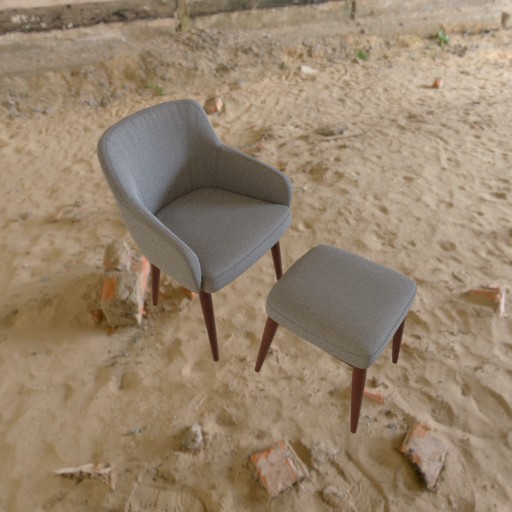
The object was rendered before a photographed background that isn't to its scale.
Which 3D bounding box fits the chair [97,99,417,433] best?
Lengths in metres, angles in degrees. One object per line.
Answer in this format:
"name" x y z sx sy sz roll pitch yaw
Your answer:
"chair" 0.000 0.000 1.603 1.107 0.799 0.584 26 48 26
